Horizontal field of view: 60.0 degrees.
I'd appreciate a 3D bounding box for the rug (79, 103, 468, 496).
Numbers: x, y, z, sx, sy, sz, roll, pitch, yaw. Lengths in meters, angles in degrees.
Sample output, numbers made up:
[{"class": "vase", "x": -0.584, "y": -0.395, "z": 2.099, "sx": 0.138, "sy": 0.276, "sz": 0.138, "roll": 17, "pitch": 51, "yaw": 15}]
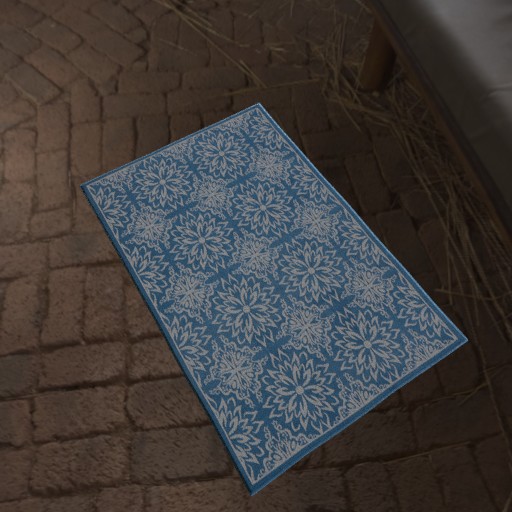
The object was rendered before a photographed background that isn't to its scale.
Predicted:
[{"class": "rug", "x": 0.000, "y": 0.000, "z": 3.479, "sx": 1.830, "sy": 0.018, "sz": 2.769, "roll": -29, "pitch": 66, "yaw": -14}]
